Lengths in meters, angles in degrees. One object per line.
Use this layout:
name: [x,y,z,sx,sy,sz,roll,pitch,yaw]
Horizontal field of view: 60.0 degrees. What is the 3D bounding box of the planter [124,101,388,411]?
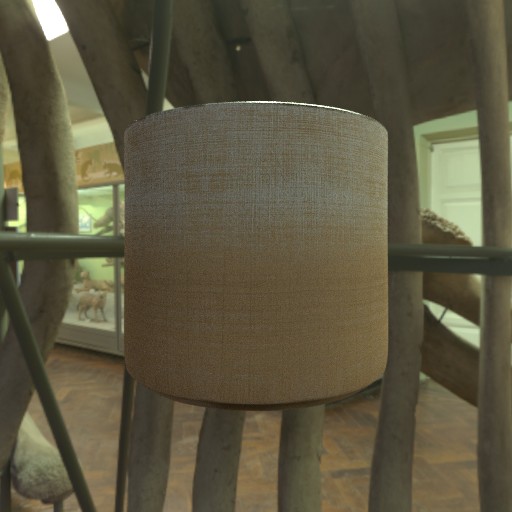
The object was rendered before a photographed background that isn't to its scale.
planter: [0.000,0.000,0.384,0.221,0.201,0.221,0,2,0]
